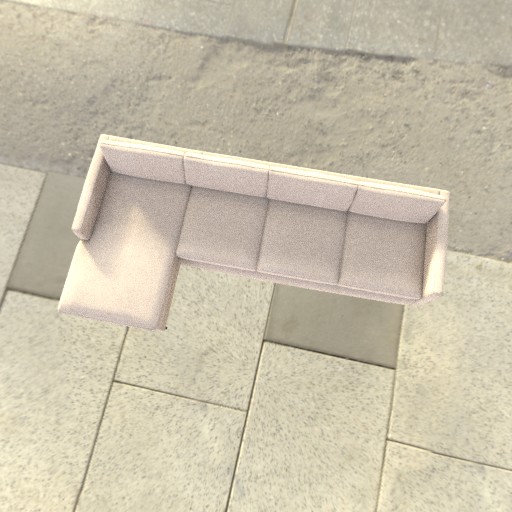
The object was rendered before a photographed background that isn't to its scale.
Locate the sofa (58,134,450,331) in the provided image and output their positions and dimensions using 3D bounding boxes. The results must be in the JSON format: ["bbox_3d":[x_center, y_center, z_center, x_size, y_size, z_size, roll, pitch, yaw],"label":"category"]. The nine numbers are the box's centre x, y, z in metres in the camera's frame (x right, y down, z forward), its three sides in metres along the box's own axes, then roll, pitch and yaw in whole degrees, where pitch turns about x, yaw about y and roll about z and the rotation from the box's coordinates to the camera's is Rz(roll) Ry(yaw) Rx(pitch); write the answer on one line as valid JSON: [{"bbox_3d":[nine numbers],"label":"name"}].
[{"bbox_3d":[0.000,0.000,3.604,2.923,0.816,1.469,10,75,3],"label":"sofa"}]
